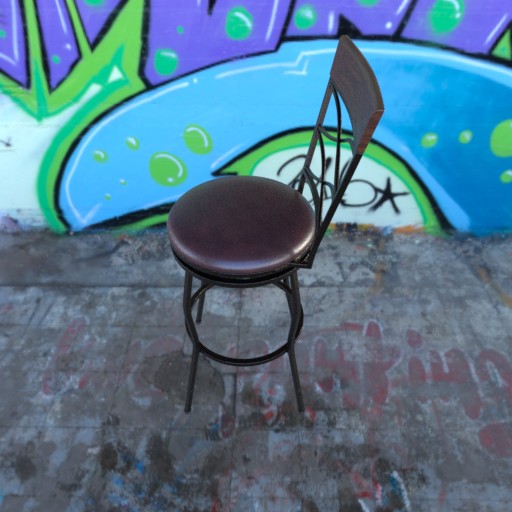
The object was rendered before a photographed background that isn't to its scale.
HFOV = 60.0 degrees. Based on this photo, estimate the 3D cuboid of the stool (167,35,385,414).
[{"bbox_3d":[0.000,0.000,1.354,0.513,1.130,0.448,0,42,0],"label":"stool"}]
